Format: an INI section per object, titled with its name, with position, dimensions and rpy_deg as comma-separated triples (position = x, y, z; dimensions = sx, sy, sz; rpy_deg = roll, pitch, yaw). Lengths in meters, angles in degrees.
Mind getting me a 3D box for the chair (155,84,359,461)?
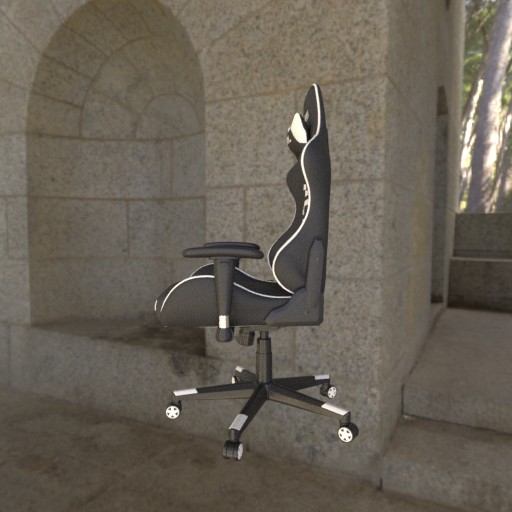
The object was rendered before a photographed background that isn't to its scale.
[chair]
position = 0.000, 0.000, 1.673
dimensions = 0.700, 1.240, 0.700
rpy_deg = 0, 3, -1
